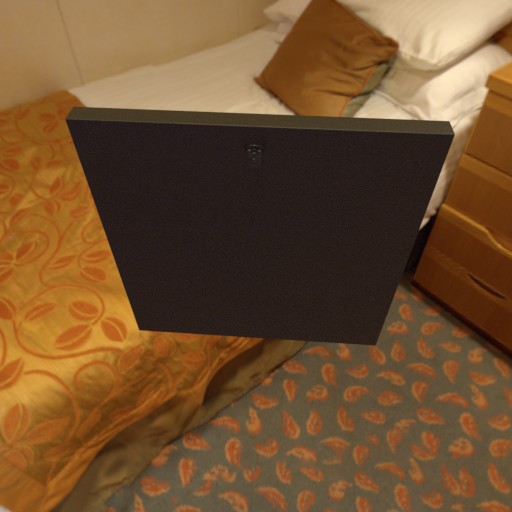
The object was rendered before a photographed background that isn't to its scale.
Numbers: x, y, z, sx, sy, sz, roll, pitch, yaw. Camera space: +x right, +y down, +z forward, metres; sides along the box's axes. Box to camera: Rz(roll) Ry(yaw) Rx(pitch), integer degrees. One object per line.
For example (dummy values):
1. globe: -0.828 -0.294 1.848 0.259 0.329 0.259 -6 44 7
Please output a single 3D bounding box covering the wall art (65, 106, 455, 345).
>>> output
1. wall art: 0.000 0.000 0.526 0.349 0.349 0.038 3 47 3
